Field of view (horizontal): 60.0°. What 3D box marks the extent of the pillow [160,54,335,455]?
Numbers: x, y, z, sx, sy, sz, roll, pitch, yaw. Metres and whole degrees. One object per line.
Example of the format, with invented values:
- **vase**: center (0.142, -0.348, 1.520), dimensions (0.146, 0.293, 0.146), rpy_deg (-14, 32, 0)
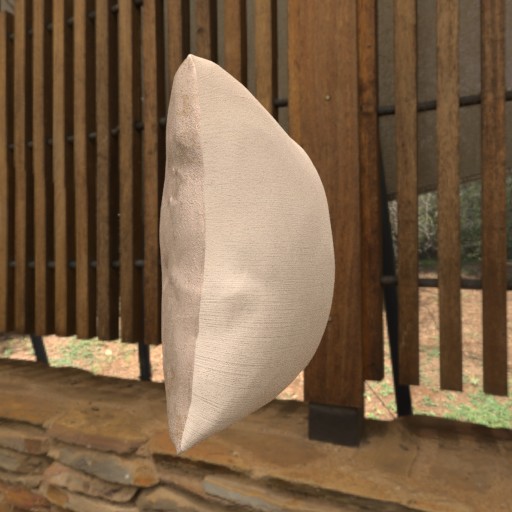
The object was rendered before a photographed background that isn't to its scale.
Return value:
- **pillow**: center (0.000, 0.000, 0.696), dimensions (0.245, 0.448, 0.450), rpy_deg (0, -1, 19)
